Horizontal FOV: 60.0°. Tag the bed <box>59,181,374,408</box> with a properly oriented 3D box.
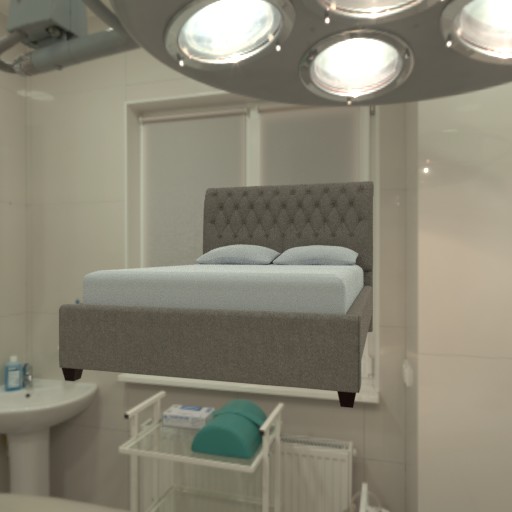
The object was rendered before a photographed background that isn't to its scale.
[{"bbox_3d":[0.000,0.000,3.304,1.645,1.371,2.252,0,0,16],"label":"bed"}]
